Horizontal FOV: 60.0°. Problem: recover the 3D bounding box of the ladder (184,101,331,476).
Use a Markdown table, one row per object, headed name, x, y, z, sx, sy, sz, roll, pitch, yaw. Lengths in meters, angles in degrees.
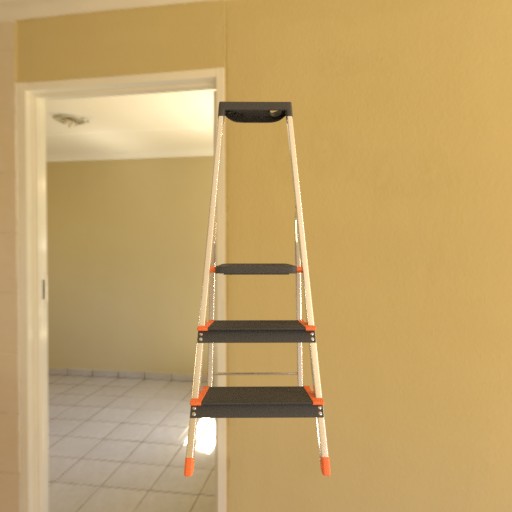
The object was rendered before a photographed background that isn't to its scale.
| name | x | y | z | sx | sy | sz | roll | pitch | yaw |
| --- | --- | --- | --- | --- | --- | --- | --- | --- | --- |
| ladder | 0.000 | 0.000 | 1.580 | 0.416 | 1.229 | 0.686 | 0 | 1 | -1 |
